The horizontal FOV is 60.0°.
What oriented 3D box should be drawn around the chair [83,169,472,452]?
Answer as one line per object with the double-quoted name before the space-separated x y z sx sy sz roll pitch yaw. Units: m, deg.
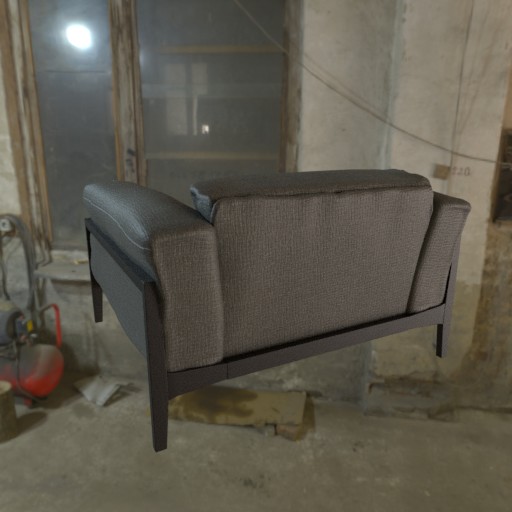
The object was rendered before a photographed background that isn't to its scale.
"chair" 0.000 0.000 1.606 1.056 0.646 0.969 -8 17 -27
